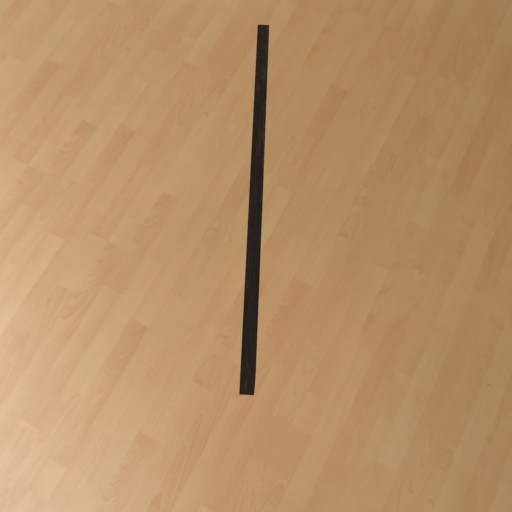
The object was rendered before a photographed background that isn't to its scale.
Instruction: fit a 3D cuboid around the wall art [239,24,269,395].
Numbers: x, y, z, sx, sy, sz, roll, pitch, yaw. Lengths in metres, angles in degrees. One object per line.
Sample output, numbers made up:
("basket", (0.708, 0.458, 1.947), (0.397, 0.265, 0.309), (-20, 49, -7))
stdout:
("wall art", (0.000, 0.000, 1.426), (0.029, 1.066, 0.812), (2, 75, 1))
